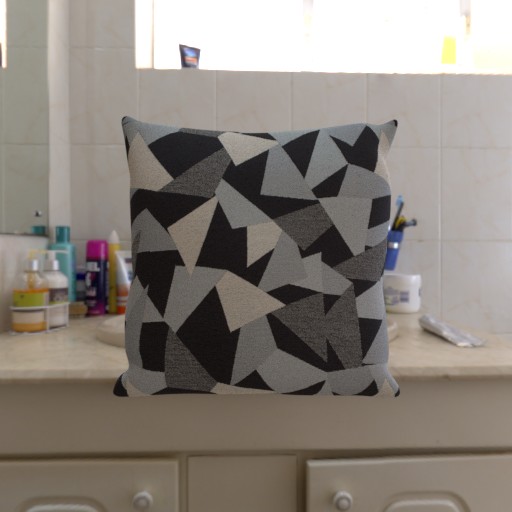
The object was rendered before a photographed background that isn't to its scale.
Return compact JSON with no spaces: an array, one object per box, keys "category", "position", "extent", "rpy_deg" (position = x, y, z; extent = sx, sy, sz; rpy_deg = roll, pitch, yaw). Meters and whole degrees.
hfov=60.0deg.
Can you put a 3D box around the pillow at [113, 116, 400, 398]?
[{"category":"pillow","position":[0.000,0.000,0.775],"extent":[0.503,0.496,0.208],"rpy_deg":[0,0,1]}]
